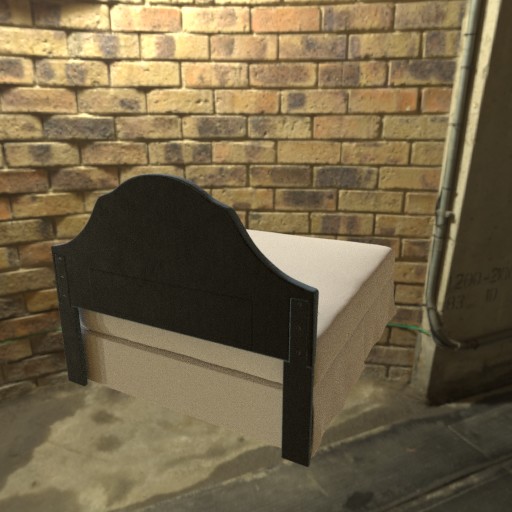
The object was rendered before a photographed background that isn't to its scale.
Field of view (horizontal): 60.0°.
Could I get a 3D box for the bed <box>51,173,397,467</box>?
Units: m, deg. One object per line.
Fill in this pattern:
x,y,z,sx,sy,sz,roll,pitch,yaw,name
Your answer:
0.000,0.000,3.788,2.039,1.617,2.477,8,18,26,bed
